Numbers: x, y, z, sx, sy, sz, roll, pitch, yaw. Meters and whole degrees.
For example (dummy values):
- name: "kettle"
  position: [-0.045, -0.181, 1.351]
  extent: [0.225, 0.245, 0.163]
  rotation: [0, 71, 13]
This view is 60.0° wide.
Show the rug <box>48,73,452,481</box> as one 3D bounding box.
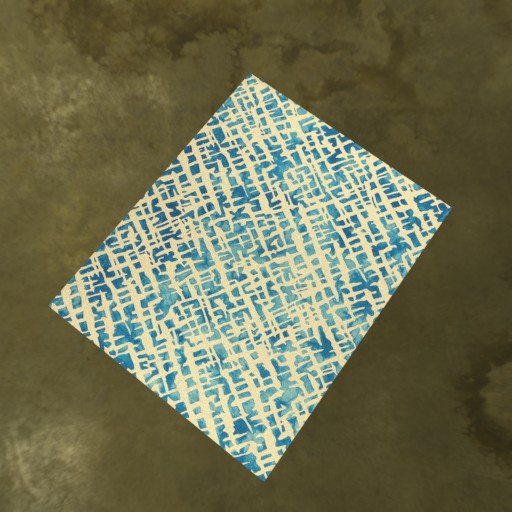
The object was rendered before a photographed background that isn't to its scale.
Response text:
- name: "rug"
  position: [0.000, 0.000, 4.114]
  extent: [2.435, 0.007, 3.007]
  rotation: [37, 79, 8]
